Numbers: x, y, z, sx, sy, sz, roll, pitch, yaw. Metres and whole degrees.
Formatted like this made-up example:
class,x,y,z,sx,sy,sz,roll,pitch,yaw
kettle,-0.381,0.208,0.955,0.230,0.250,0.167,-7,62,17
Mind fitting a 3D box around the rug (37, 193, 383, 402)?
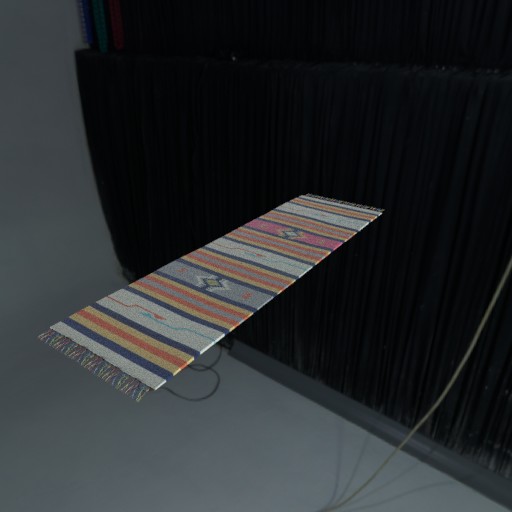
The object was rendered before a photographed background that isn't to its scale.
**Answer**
class,x,y,z,sx,sy,sz,roll,pitch,yaw
rug,0.000,0.000,2.698,0.695,0.017,2.455,18,32,31
